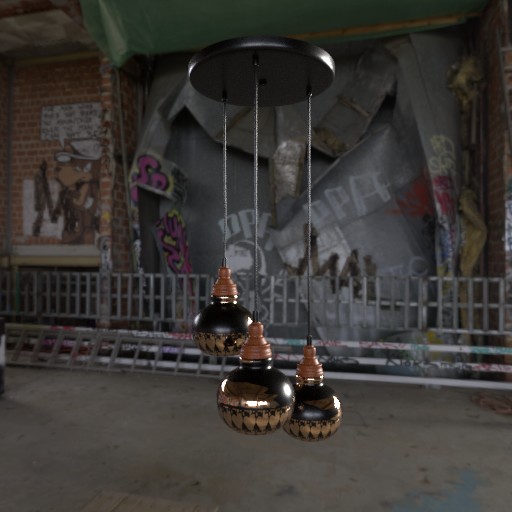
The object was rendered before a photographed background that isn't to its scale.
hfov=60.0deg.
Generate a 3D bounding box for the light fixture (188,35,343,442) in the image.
[{"bbox_3d":[0.000,0.000,1.708,0.605,1.410,0.608,-1,-1,34],"label":"light fixture"}]
